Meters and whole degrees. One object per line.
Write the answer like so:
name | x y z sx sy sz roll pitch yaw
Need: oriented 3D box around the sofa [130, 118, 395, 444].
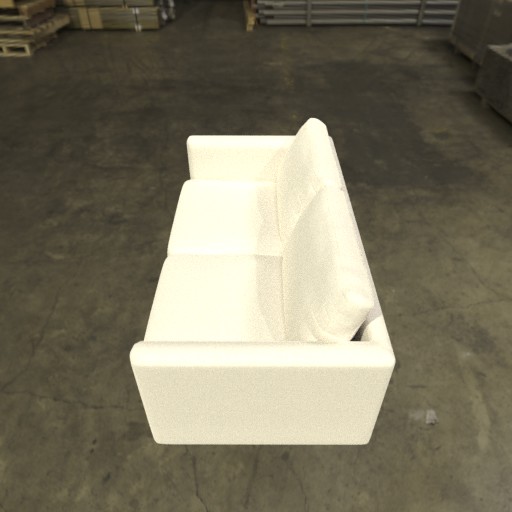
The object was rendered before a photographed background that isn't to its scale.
sofa | 0.000 0.000 2.269 0.940 0.893 1.713 0 40 0
